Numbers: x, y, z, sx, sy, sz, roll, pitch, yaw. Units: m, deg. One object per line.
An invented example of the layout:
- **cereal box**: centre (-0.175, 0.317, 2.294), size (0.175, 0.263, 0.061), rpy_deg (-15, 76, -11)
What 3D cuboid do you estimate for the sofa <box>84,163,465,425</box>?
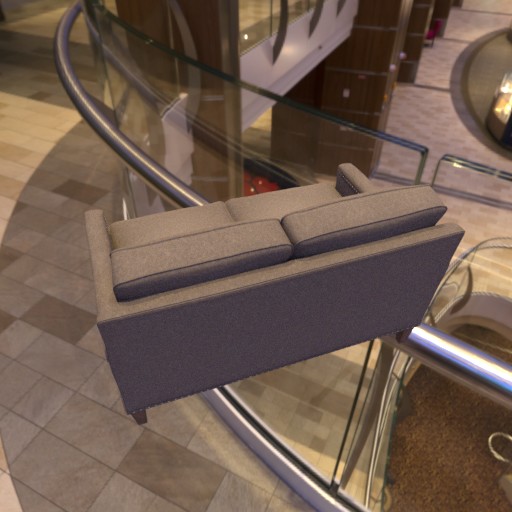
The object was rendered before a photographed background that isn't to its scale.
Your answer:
- **sofa**: centre (0.000, 0.000, 2.270), size (1.597, 1.003, 1.084), rpy_deg (-13, 43, -15)
